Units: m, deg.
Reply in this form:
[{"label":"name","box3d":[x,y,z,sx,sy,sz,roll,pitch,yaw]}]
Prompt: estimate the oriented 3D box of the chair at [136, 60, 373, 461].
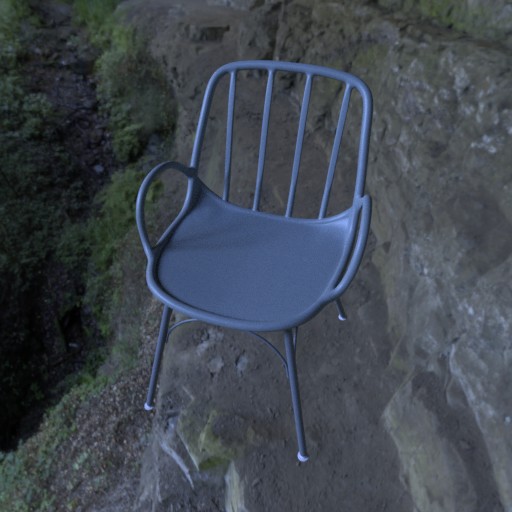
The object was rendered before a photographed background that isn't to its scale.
[{"label":"chair","box3d":[0.000,0.000,1.174,0.549,0.816,0.597,12,42,14]}]
